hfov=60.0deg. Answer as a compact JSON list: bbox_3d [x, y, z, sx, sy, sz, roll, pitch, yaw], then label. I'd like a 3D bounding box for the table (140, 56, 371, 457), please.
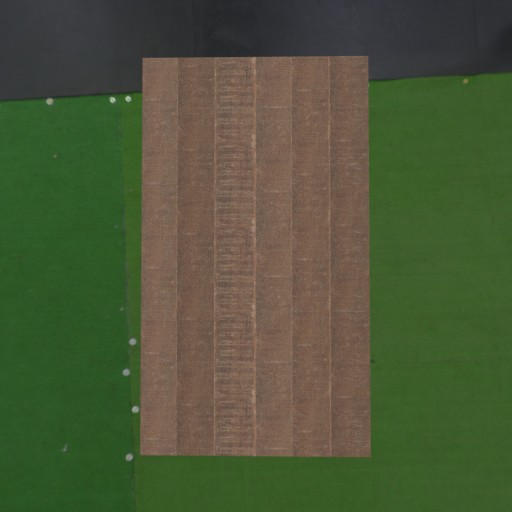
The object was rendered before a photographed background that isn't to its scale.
[{"bbox_3d":[0.000,0.000,1.772,0.800,0.440,1.400,0,89,1],"label":"table"}]
